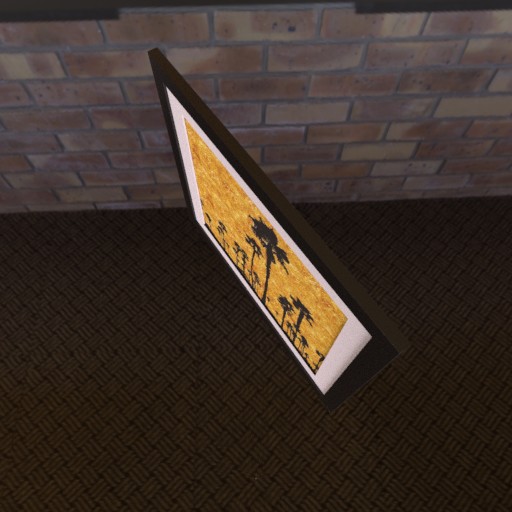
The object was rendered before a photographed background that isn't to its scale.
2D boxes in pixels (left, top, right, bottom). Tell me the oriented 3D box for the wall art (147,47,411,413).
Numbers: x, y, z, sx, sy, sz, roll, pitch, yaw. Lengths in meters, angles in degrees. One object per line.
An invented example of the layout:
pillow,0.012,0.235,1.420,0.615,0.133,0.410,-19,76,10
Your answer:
wall art,0.000,0.000,0.539,0.012,0.332,0.383,-31,68,-15
